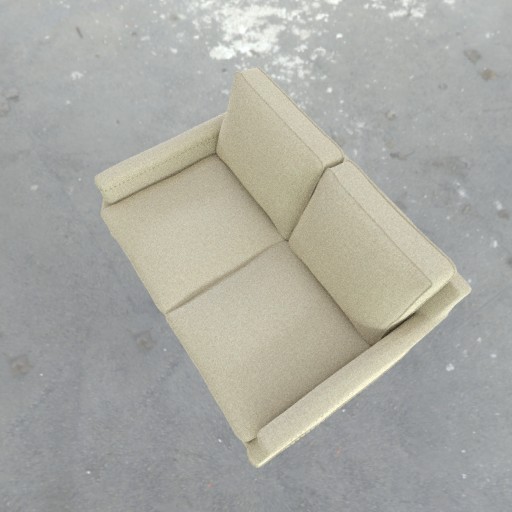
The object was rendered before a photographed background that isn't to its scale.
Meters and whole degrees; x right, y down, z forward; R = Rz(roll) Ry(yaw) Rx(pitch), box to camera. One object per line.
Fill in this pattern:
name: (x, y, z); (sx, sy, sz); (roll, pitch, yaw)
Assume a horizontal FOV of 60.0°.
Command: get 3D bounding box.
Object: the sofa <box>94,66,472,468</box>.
sofa: (0.000, 0.000, 2.211); (1.084, 1.003, 1.597); (-31, 67, -15)
